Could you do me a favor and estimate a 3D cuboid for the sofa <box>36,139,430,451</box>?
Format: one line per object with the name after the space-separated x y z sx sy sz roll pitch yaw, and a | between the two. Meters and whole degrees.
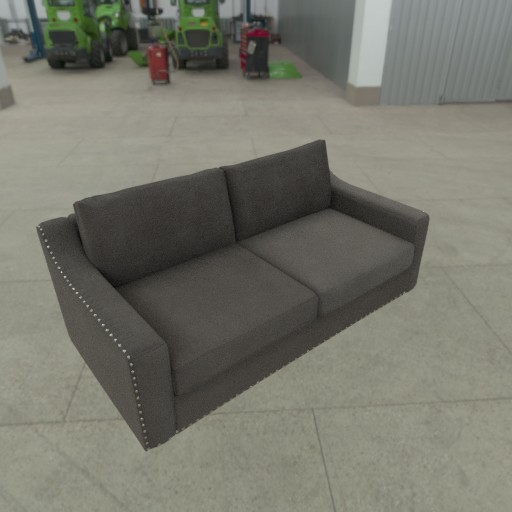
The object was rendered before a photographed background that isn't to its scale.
0.000 0.000 3.271 2.550 1.196 1.336 -22 37 -33 | sofa
